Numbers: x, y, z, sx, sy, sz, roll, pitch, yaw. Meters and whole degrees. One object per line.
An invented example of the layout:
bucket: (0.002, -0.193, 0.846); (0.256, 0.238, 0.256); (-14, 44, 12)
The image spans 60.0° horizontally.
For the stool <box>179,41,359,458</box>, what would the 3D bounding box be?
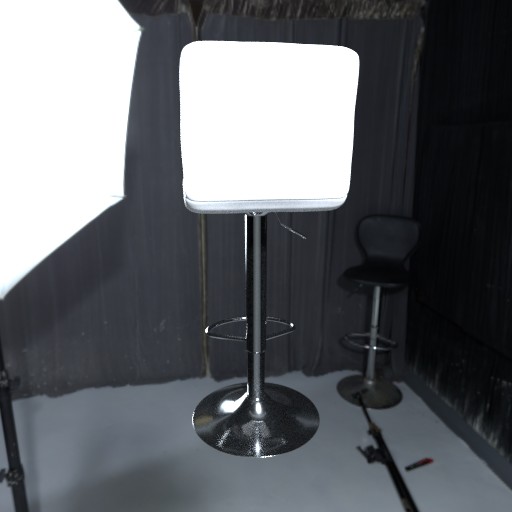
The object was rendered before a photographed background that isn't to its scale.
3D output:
stool: (0.000, 0.000, 1.364); (0.430, 1.115, 0.505); (-2, 14, -9)
